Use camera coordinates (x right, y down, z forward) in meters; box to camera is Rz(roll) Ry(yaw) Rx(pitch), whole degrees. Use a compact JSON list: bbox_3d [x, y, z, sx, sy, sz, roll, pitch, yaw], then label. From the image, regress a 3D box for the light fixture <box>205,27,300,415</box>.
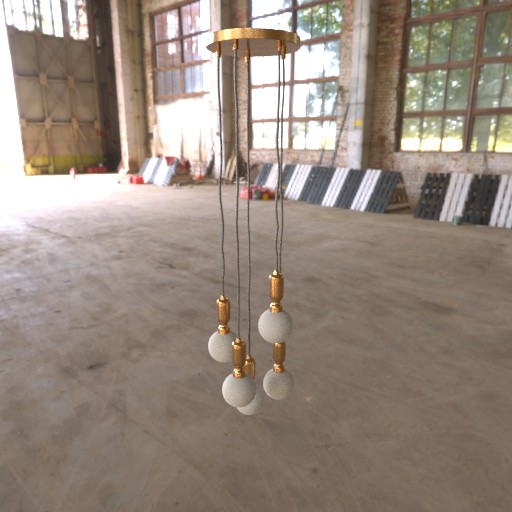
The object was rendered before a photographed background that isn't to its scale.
[{"bbox_3d":[0.000,0.000,0.510,0.105,0.457,0.108,-7,17,-26],"label":"light fixture"}]
